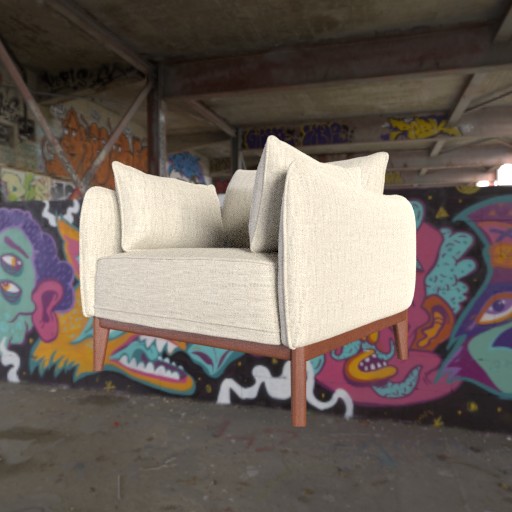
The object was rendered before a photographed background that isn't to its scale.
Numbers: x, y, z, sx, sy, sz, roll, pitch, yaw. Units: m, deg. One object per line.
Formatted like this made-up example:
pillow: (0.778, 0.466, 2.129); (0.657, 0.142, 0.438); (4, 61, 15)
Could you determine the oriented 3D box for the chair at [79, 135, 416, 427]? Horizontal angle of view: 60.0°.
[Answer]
chair: (0.000, 0.000, 1.735); (0.994, 0.855, 0.991); (1, 1, 36)
